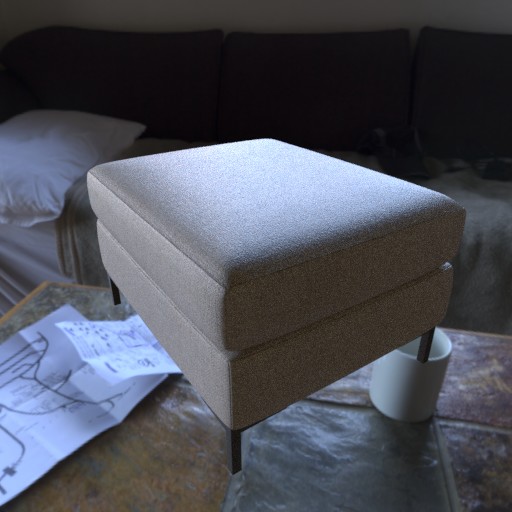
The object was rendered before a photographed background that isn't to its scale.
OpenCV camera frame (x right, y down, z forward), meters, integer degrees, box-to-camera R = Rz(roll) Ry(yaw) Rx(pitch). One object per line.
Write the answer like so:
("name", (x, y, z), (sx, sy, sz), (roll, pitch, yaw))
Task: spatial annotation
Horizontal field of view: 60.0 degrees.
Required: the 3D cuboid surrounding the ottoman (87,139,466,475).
("ottoman", (0.000, 0.000, 1.219), (0.671, 0.490, 0.820), (-17, 32, -30))
